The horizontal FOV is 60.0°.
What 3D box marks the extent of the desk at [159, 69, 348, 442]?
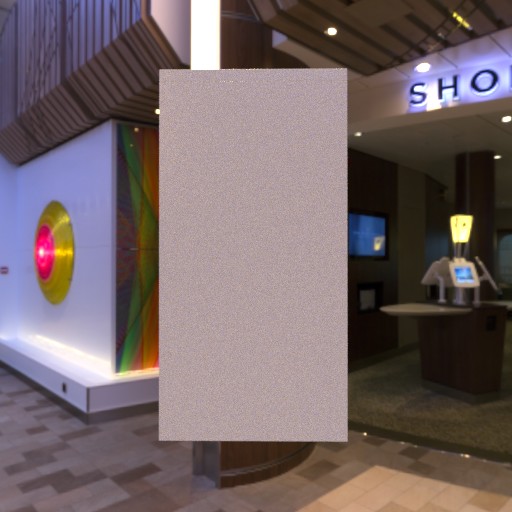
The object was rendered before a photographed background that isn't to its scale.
[{"bbox_3d":[0.000,0.000,1.441,0.400,0.790,1.000,0,0,1],"label":"desk"}]
